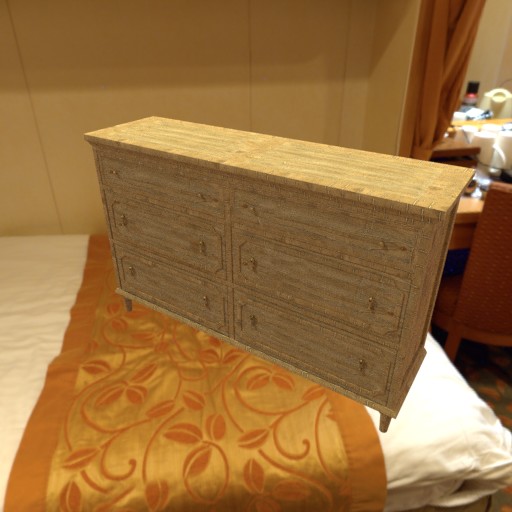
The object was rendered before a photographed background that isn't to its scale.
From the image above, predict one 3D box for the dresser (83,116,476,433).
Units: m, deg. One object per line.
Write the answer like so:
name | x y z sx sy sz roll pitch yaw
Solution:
dresser | 0.000 0.000 2.091 1.626 1.016 0.457 18 34 29
